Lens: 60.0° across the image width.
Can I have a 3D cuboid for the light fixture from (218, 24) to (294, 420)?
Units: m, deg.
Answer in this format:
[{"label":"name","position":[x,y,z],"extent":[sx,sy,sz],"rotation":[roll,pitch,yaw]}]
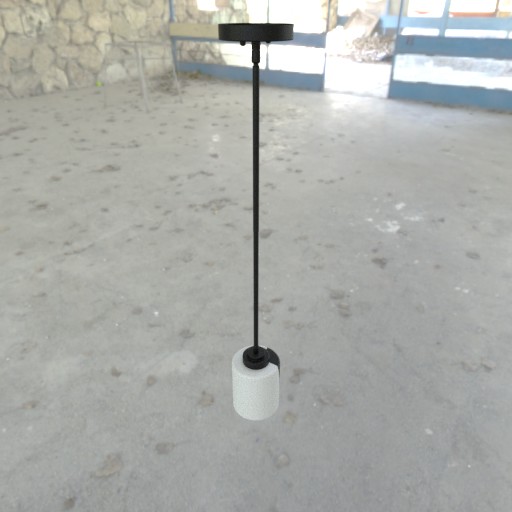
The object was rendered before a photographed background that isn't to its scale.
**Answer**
[{"label":"light fixture","position":[0.000,0.000,0.930],"extent":[0.123,0.863,0.123],"rotation":[20,35,31]}]
